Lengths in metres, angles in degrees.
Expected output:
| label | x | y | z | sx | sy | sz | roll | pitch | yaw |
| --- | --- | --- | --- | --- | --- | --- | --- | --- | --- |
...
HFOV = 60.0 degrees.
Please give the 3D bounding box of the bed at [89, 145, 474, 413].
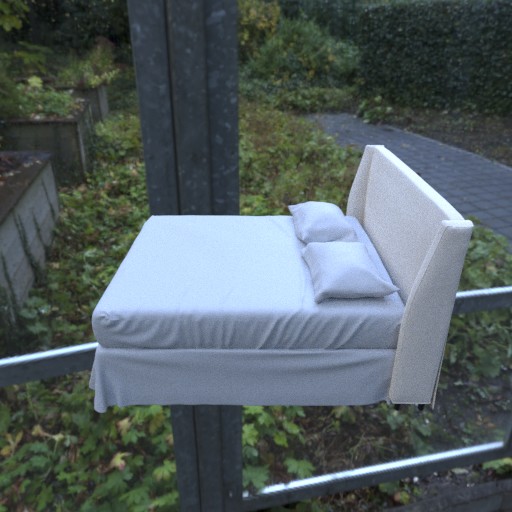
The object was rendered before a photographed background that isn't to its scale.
| label | x | y | z | sx | sy | sz | roll | pitch | yaw |
| --- | --- | --- | --- | --- | --- | --- | --- | --- | --- |
| bed | 0.000 | 0.000 | 3.405 | 2.276 | 1.332 | 1.925 | 0 | 26 | 0 |
